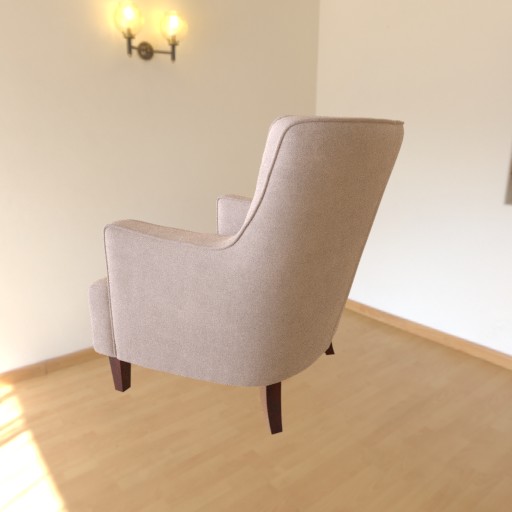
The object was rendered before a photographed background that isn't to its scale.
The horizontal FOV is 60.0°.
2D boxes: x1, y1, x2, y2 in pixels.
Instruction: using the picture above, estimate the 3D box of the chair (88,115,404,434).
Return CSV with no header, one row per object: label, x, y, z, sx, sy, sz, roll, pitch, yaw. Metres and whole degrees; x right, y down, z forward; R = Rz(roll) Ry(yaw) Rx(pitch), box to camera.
chair,0.000,0.000,1.559,0.910,0.920,0.781,8,17,25
